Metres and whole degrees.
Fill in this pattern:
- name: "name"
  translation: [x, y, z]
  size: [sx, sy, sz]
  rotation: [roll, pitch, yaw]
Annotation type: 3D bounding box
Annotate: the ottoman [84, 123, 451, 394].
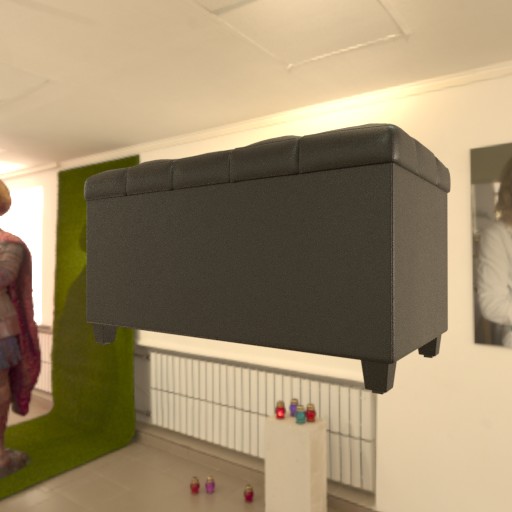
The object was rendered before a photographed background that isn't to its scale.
- name: "ottoman"
  translation: [0.000, 0.000, 1.110]
  size: [0.838, 0.470, 0.432]
  rotation: [0, 0, 35]
